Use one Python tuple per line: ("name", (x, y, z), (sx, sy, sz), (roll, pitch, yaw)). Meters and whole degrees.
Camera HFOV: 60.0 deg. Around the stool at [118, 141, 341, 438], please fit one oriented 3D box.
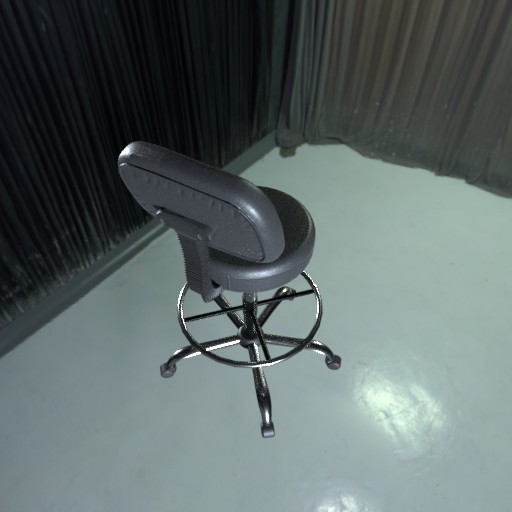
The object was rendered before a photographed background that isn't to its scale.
("stool", (0.000, 0.000, 1.475), (0.694, 1.069, 0.658), (23, 50, 21))
